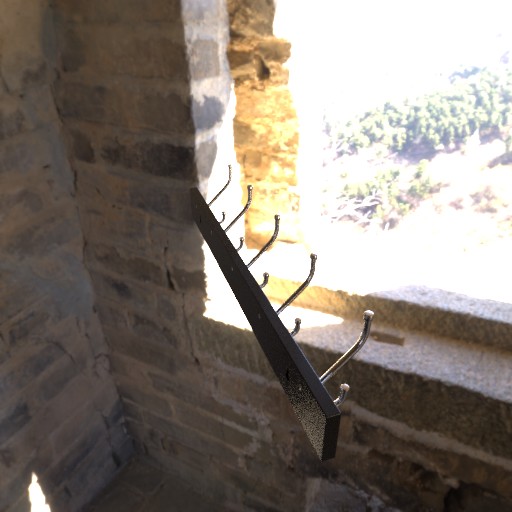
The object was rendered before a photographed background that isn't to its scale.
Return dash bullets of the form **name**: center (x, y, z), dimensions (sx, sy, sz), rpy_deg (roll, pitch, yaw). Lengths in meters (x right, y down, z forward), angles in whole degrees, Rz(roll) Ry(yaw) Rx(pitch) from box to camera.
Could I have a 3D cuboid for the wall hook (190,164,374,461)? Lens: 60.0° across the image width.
- **wall hook**: center (0.000, 0.000, 0.624), dimensions (0.071, 0.117, 0.571), rpy_deg (-10, 31, -17)
